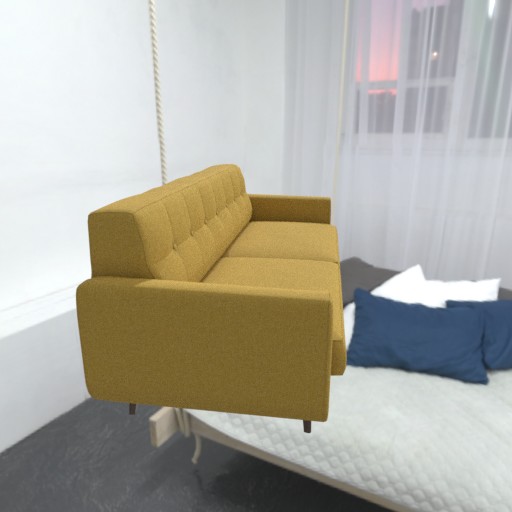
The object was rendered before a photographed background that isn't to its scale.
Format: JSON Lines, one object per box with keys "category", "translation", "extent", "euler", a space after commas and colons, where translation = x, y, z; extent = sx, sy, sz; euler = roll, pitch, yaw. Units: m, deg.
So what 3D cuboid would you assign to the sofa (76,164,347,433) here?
{"category": "sofa", "translation": [0.000, 0.000, 2.396], "extent": [0.909, 0.841, 2.029], "euler": [3, 17, 9]}
